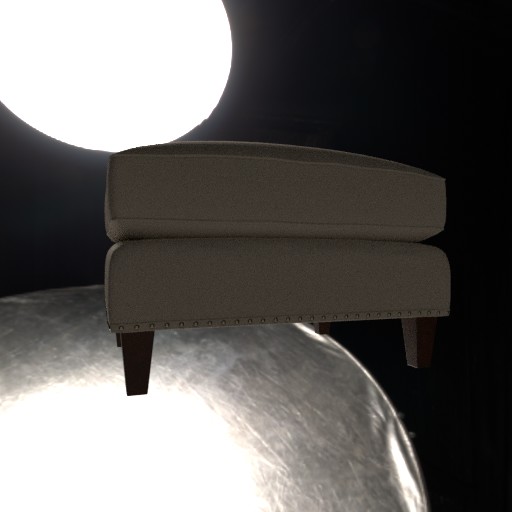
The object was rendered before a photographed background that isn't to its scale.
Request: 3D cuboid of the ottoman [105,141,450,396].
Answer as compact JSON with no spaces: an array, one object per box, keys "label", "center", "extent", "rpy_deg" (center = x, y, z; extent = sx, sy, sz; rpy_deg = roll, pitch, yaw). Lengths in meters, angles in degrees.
[{"label":"ottoman","center":[0.000,0.000,1.151],"extent":[0.741,0.513,0.584],"rpy_deg":[0,-1,-19]}]
